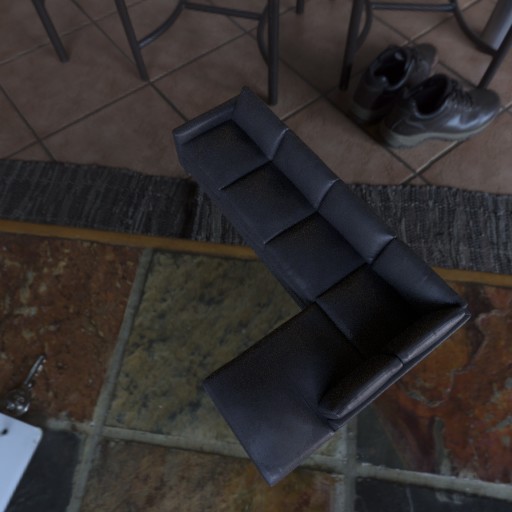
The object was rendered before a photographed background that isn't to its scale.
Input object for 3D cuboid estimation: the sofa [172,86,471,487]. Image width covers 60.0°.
[{"bbox_3d":[0.000,0.000,3.811,1.938,0.877,2.984,-33,67,-16],"label":"sofa"}]
